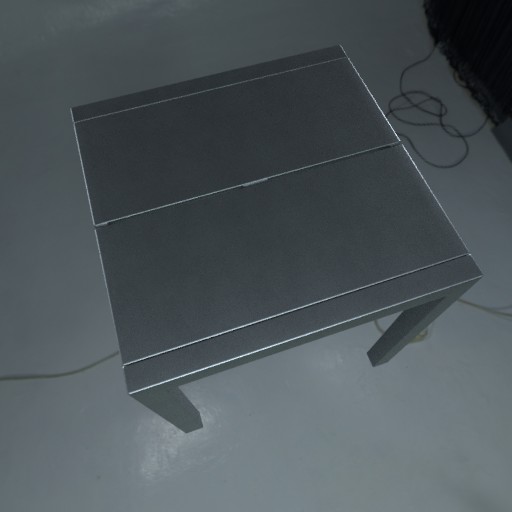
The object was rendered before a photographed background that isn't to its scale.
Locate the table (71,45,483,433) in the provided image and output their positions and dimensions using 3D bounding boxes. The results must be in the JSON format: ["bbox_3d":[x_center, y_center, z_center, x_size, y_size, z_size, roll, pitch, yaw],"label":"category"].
[{"bbox_3d":[0.000,0.000,0.919,0.508,0.508,0.508,-17,64,-8],"label":"table"}]
